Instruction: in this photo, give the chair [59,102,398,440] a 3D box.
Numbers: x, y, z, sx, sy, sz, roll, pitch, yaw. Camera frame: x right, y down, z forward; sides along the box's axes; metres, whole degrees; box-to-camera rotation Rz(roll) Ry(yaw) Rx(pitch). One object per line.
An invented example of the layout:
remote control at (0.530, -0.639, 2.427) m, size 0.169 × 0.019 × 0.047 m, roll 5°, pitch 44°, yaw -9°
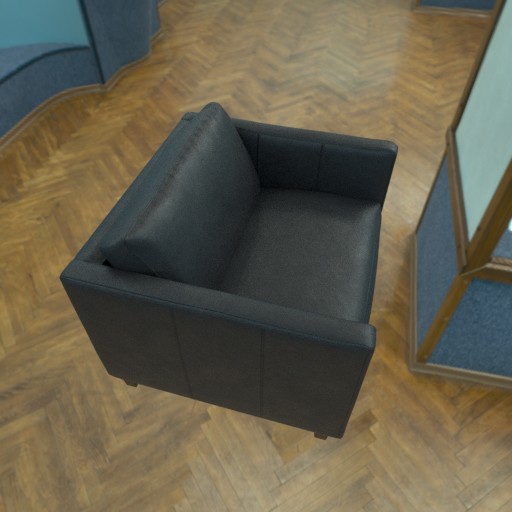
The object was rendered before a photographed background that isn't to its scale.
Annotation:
chair at (0.000, 0.000, 1.605) m, size 0.862 × 0.811 × 0.939 m, roll 12°, pitch 48°, yaw 11°
